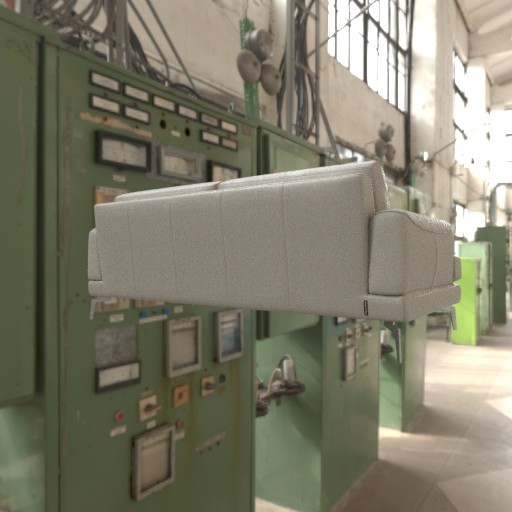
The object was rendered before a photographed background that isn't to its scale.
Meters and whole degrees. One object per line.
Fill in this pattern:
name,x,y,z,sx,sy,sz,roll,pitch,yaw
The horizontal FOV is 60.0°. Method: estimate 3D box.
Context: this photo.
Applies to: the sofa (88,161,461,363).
sofa,0.000,0.000,2.458,1.940,0.765,0.974,0,0,36
